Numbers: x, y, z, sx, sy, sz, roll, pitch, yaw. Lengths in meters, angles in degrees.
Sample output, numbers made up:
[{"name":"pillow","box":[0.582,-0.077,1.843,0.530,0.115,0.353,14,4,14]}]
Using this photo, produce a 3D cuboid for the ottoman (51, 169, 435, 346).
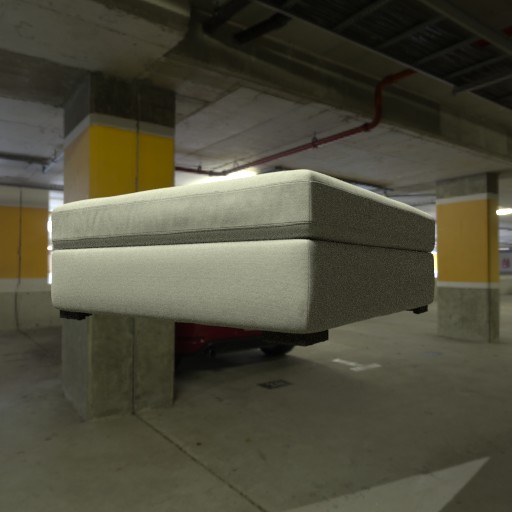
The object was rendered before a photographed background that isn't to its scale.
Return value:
[{"name":"ottoman","box":[0.000,0.000,1.815,1.163,0.482,1.167,-1,-2,36]}]
